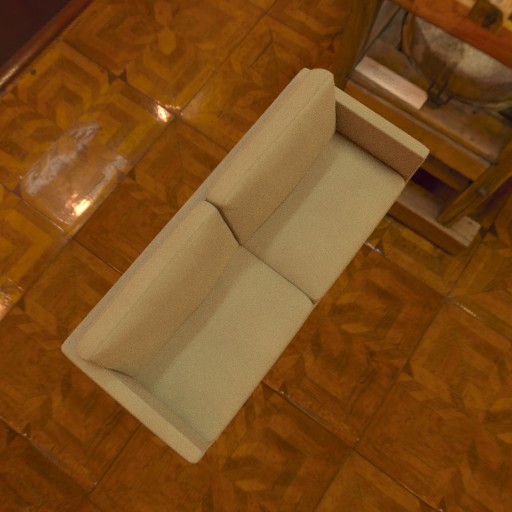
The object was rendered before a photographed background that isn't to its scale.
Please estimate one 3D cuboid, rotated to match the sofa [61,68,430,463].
[{"bbox_3d":[0.000,0.000,2.684,0.948,0.932,2.181,37,79,9],"label":"sofa"}]
